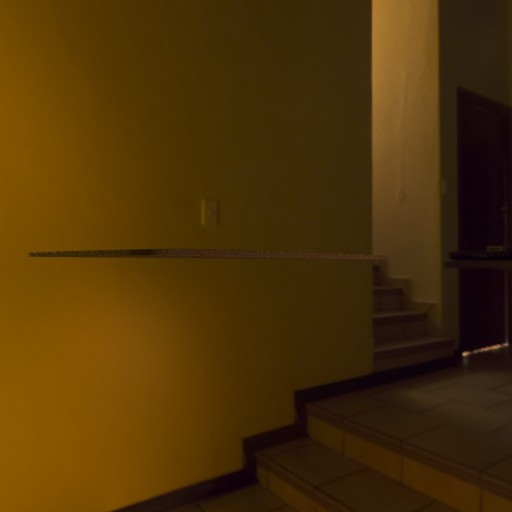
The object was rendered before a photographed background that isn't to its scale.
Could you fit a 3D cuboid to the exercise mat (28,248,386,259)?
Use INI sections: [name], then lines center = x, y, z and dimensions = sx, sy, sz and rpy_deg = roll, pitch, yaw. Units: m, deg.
[exercise mat]
center = 0.000, 0.000, 2.063
dimensions = 0.616, 0.021, 1.869
rpy_deg = -1, -1, 35
